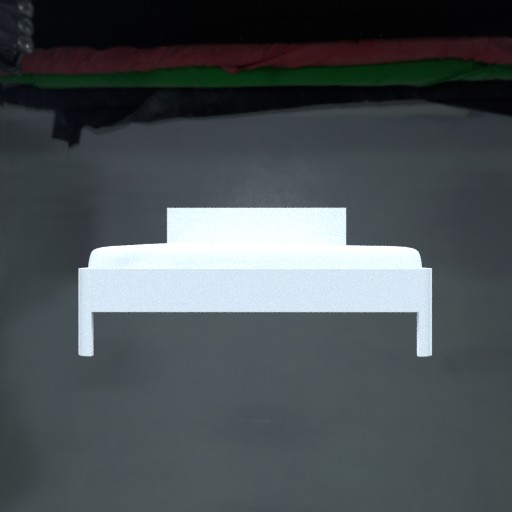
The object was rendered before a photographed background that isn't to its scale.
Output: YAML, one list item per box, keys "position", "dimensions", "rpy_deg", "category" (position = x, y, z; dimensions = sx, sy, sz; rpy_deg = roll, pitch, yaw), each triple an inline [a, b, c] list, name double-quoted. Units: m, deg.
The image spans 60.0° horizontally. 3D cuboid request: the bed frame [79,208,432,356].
- position: [0.000, 0.000, 2.741]
  dimensions: [1.490, 0.800, 1.950]
  rpy_deg: [0, 0, 0]
  category: "bed frame"
